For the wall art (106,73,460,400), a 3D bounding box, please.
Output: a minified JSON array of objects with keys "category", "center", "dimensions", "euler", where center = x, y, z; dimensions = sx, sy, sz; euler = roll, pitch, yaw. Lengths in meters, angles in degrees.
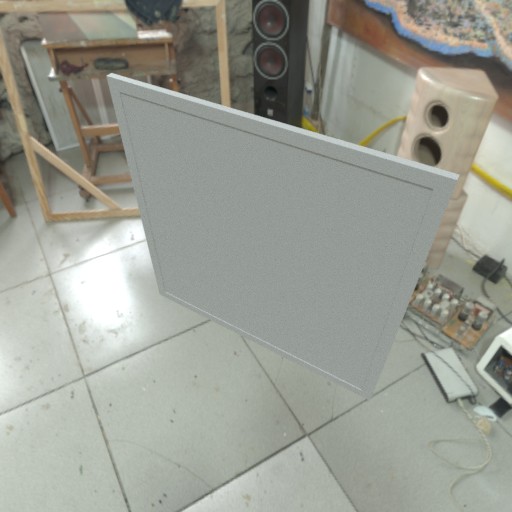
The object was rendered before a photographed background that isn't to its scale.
[{"category":"wall art","center":[0.000,0.000,0.975],"dimensions":[0.660,0.660,0.015],"euler":[23,50,21]}]
